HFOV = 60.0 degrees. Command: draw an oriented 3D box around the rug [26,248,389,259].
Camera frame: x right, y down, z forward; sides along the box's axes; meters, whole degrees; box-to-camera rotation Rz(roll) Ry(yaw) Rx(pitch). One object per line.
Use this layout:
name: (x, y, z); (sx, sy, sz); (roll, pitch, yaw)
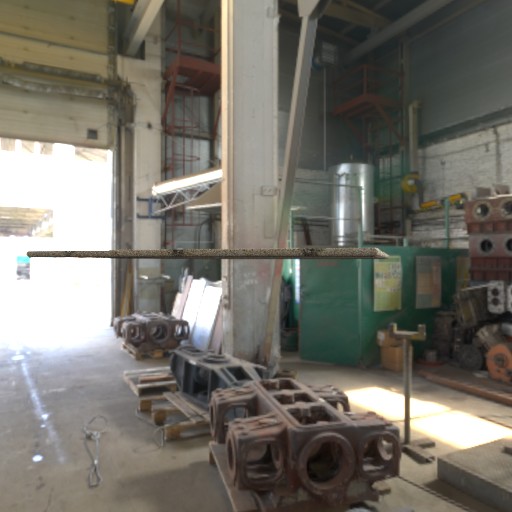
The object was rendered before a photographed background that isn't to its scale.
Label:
rug: (0.000, 0.000, 2.129); (1.200, 0.025, 1.600); (0, -1, 18)
